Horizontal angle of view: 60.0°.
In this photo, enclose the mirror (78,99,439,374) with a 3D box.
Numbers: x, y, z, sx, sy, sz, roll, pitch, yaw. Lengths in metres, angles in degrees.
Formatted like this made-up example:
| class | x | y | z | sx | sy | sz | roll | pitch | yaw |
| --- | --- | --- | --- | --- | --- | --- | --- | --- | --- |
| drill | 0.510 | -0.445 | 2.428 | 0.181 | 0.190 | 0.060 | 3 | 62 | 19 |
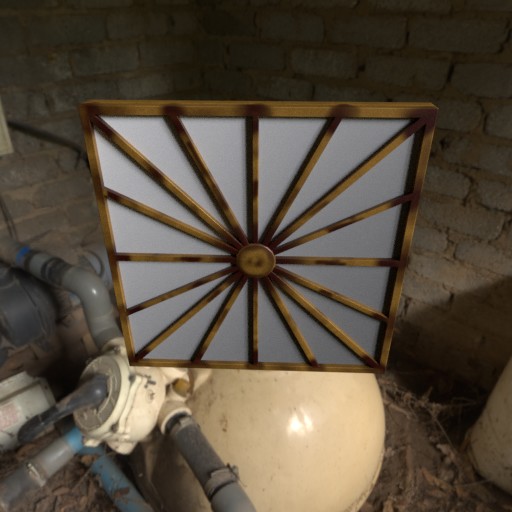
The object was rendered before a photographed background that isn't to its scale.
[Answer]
| class | x | y | z | sx | sy | sz | roll | pitch | yaw |
| --- | --- | --- | --- | --- | --- | --- | --- | --- | --- |
| mirror | 0.000 | 0.000 | 0.766 | 0.509 | 0.507 | 0.042 | 1 | 31 | 2 |
